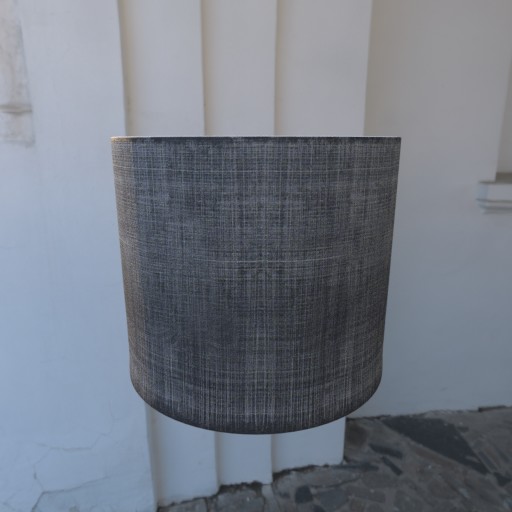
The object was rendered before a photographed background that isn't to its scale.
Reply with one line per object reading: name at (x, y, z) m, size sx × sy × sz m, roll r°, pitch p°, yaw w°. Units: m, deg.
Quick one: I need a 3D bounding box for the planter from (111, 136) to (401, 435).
planter at (0.000, 0.000, 0.304) m, size 0.178 × 0.157 × 0.178 m, roll 0°, pitch 15°, yaw 0°
